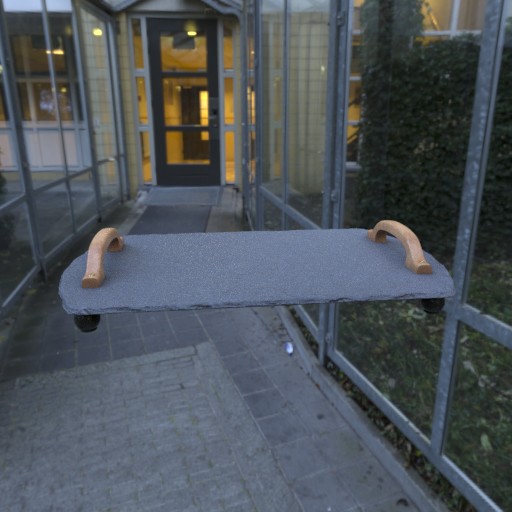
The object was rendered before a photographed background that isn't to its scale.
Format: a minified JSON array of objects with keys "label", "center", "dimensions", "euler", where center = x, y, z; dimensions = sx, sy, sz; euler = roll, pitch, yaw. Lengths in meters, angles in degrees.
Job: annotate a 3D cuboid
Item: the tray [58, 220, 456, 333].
[{"label":"tray","center":[0.000,0.000,0.472],"dimensions":[0.387,0.062,0.231],"euler":[-2,18,-6]}]
